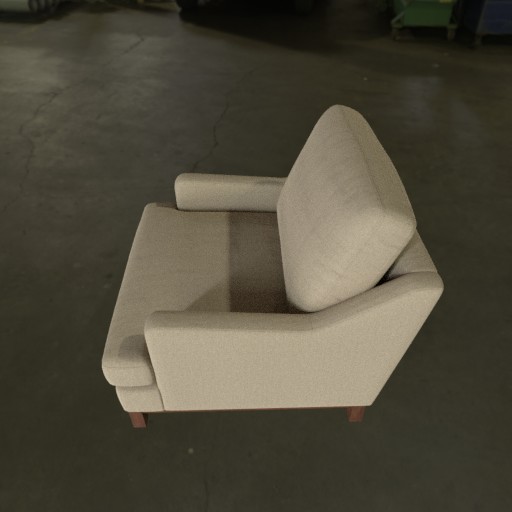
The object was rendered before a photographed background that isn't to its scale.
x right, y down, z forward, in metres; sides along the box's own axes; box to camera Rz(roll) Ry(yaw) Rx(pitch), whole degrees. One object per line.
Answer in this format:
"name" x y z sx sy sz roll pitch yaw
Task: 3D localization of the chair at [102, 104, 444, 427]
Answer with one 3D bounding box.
"chair" 0.000 0.000 1.671 1.001 0.916 0.912 -1 40 -1
